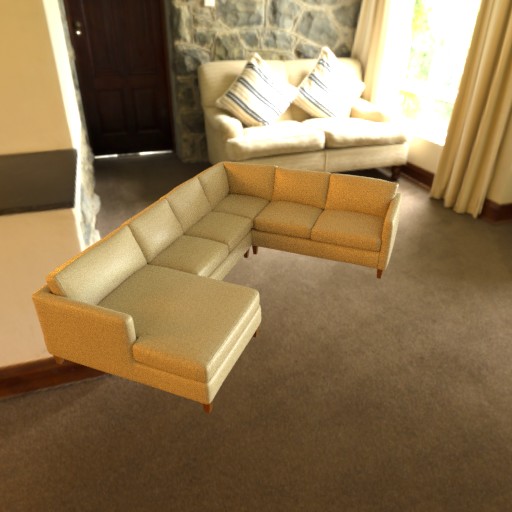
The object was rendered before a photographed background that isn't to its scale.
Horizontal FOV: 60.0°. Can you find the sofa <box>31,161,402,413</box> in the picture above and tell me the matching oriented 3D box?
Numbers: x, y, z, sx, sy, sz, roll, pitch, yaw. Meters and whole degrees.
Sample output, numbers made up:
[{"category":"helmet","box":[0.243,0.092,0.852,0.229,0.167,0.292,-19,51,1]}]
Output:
[{"category":"sofa","box":[0.000,0.000,4.651,2.594,0.961,3.460,11,31,19]}]
